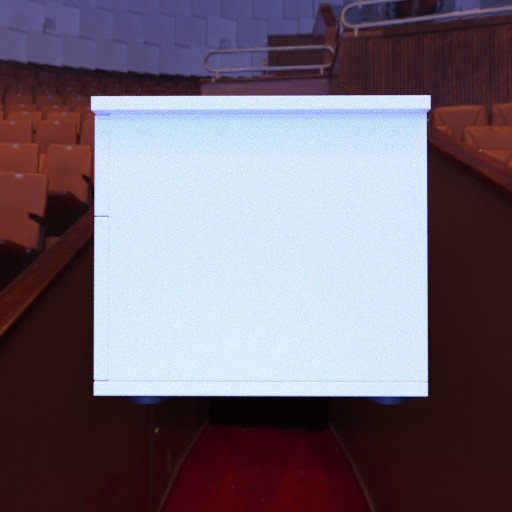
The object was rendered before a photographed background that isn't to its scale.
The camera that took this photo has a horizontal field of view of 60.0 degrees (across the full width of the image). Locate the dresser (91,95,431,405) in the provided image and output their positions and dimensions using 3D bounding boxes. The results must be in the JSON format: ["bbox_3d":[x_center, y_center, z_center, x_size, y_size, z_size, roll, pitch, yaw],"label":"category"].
[{"bbox_3d":[0.000,0.000,0.717,0.400,0.360,0.430,0,-1,0],"label":"dresser"}]
